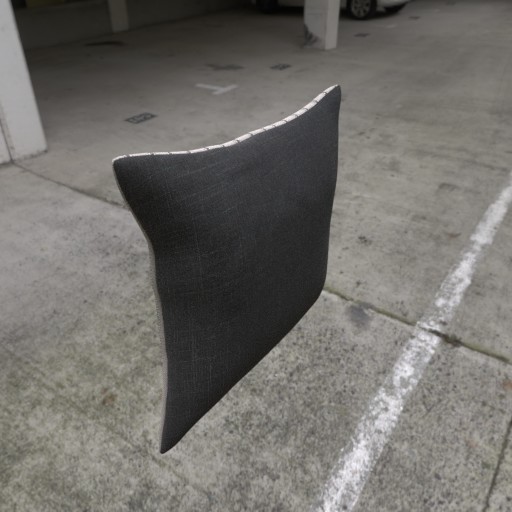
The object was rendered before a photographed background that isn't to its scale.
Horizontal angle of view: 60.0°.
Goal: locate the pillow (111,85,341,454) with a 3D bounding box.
[{"bbox_3d":[0.000,0.000,0.685,0.138,0.444,0.468,21,38,30],"label":"pillow"}]
